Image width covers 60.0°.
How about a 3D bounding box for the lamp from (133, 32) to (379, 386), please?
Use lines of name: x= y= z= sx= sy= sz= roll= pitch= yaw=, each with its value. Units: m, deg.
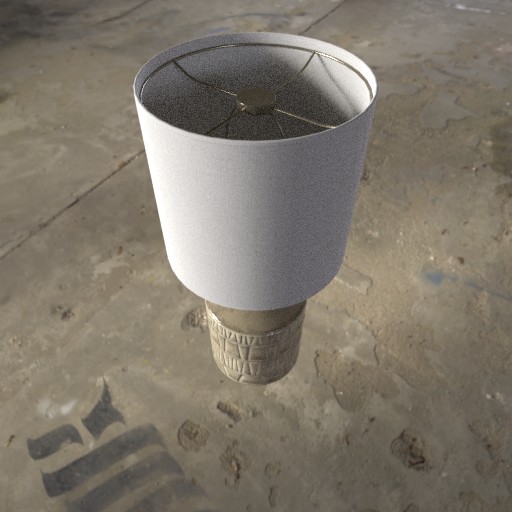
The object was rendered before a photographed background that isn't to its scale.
lamp: x=0.000 y=0.000 z=0.552 sx=0.211 sy=0.455 sz=0.211 roll=-31 pitch=54 yaw=-26
